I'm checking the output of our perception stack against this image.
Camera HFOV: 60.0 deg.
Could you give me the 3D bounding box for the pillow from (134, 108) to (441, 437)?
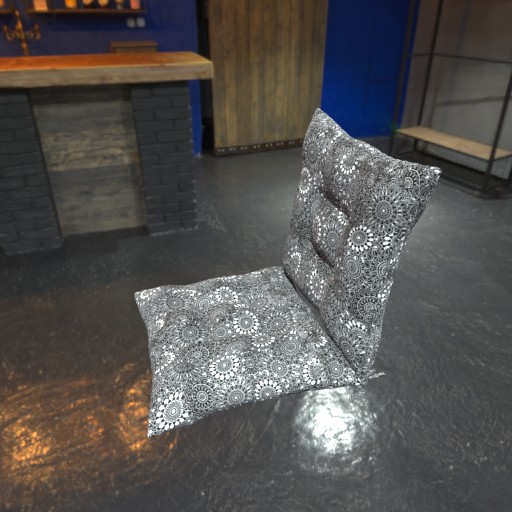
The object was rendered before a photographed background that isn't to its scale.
[{"bbox_3d":[0.000,0.000,1.020,0.585,0.536,0.541,-9,32,-14],"label":"pillow"}]
